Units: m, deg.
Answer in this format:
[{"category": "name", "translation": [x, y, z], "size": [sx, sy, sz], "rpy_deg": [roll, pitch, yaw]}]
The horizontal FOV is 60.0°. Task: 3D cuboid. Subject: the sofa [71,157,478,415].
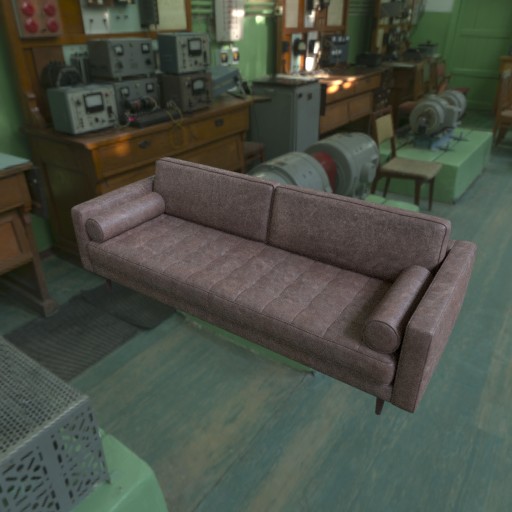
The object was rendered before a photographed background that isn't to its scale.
[{"category": "sofa", "translation": [0.000, 0.000, 2.605], "size": [2.210, 0.762, 0.914], "rpy_deg": [18, 34, 29]}]
